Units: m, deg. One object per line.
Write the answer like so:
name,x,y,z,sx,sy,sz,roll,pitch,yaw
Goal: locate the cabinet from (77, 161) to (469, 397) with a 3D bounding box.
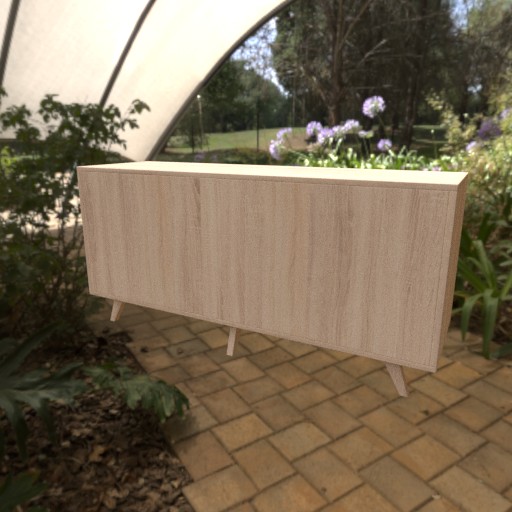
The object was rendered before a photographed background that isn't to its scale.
cabinet,0.000,0.000,2.026,1.650,0.780,0.500,8,17,27
